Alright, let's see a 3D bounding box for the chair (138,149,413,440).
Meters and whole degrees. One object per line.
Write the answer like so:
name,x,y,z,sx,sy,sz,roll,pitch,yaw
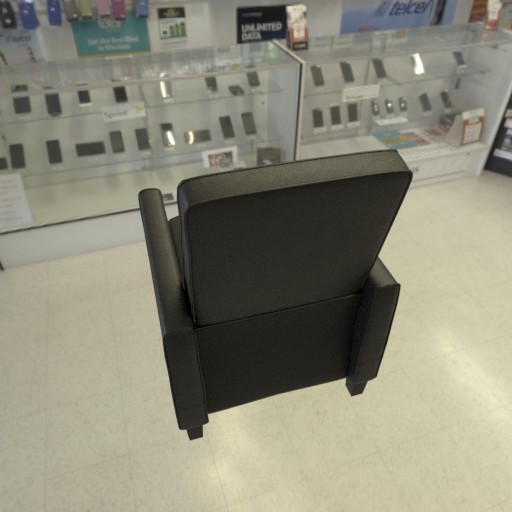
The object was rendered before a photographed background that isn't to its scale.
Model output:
chair,0.000,0.000,1.489,0.705,1.013,0.746,-11,41,-13
